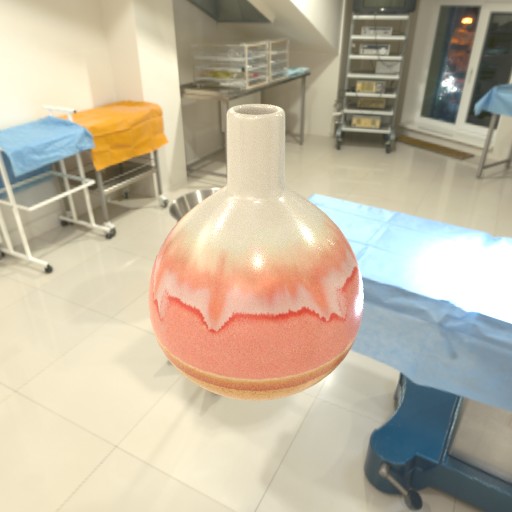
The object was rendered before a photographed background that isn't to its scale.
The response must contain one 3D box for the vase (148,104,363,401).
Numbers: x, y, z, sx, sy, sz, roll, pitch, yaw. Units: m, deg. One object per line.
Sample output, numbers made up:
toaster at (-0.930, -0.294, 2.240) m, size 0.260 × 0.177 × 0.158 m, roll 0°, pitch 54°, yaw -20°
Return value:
vase at (0.000, 0.000, 0.274) m, size 0.137 × 0.176 × 0.137 m, roll 0°, pitch 30°, yaw 0°
